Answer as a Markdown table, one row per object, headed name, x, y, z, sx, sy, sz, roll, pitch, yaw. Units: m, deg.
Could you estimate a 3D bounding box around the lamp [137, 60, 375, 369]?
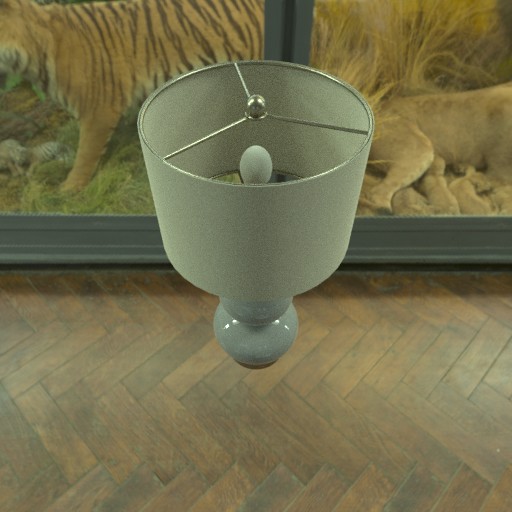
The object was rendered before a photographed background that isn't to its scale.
| name | x | y | z | sx | sy | sz | roll | pitch | yaw |
| --- | --- | --- | --- | --- | --- | --- | --- | --- | --- |
| lamp | 0.000 | 0.000 | 0.947 | 0.367 | 0.730 | 0.367 | -24 | 52 | -20 |
